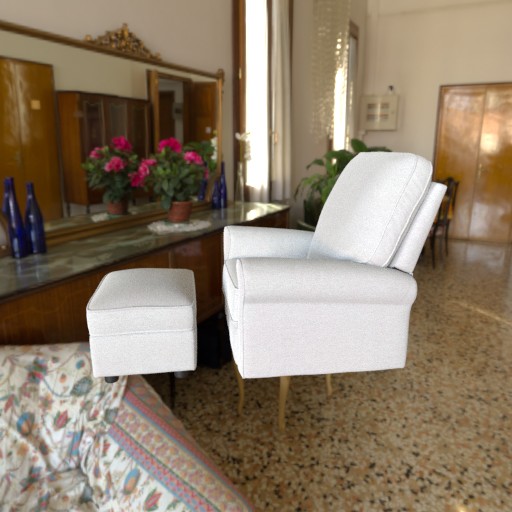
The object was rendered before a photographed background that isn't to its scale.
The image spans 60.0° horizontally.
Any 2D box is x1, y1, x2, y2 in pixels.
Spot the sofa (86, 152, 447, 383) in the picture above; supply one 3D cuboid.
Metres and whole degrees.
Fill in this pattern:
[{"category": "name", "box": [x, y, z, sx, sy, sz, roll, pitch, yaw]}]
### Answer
[{"category": "sofa", "box": [0.000, 0.000, 2.099, 1.478, 0.959, 0.880, -2, 14, -8]}]
